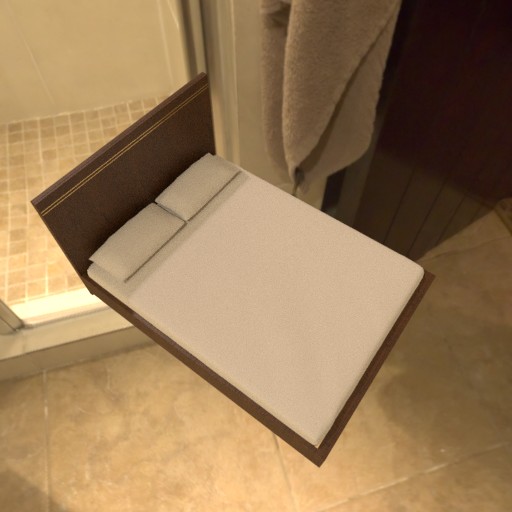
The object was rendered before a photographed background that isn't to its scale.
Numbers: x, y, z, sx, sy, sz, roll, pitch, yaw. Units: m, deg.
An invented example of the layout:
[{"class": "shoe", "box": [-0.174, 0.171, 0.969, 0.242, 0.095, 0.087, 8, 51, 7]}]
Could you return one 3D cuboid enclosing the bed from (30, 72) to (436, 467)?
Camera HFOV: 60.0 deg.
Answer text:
[{"class": "bed", "box": [0.000, 0.000, 3.172, 2.221, 1.169, 1.613, 32, 62, 19]}]
